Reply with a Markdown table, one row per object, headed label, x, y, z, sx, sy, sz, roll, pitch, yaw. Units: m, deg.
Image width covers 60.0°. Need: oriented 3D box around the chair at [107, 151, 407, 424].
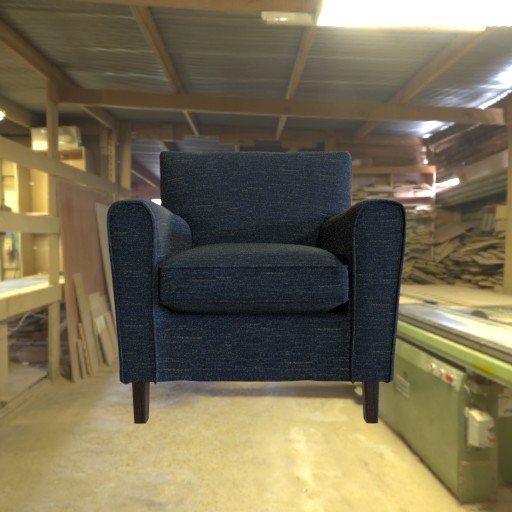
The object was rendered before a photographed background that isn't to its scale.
| label | x | y | z | sx | sy | sz | roll | pitch | yaw |
| --- | --- | --- | --- | --- | --- | --- | --- | --- | --- |
| chair | 0.000 | 0.000 | 1.600 | 0.864 | 0.928 | 0.873 | 0 | 1 | 0 |
